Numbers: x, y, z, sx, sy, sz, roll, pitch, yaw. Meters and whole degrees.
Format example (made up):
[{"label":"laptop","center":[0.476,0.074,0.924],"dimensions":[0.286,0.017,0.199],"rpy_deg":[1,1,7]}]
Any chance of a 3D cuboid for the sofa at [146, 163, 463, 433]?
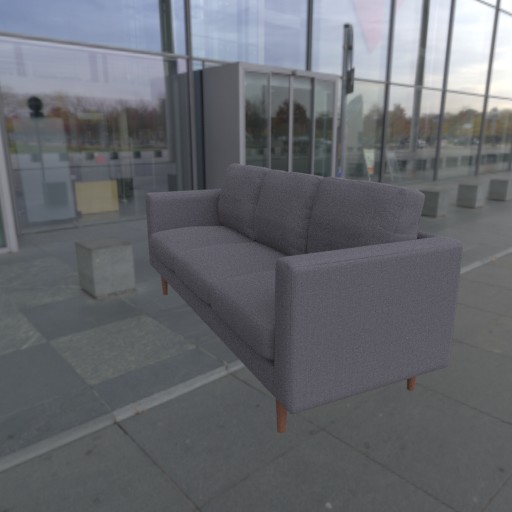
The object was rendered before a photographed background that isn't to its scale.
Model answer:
[{"label":"sofa","center":[0.000,0.000,2.458],"dimensions":[0.802,0.912,2.029],"rpy_deg":[-7,17,-25]}]
